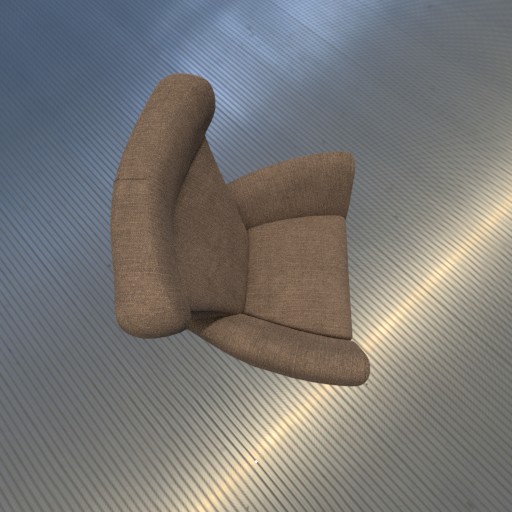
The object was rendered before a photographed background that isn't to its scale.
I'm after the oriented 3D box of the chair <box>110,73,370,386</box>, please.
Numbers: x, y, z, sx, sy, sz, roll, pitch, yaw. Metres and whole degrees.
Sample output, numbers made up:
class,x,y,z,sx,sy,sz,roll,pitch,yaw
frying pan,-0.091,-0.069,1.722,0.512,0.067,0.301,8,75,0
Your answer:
class,x,y,z,sx,sy,sz,roll,pitch,yaw
chair,0.000,0.000,1.758,0.900,1.040,0.980,2,65,1
